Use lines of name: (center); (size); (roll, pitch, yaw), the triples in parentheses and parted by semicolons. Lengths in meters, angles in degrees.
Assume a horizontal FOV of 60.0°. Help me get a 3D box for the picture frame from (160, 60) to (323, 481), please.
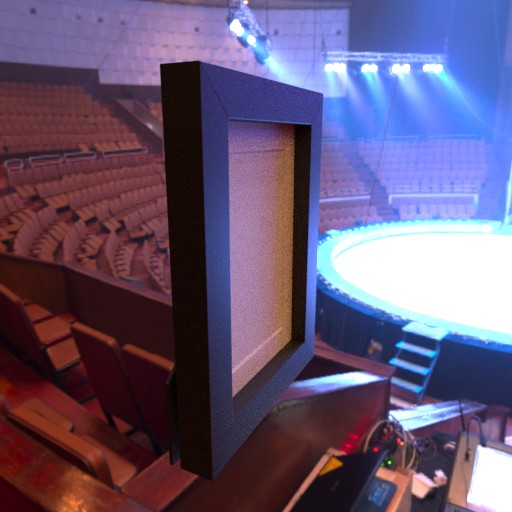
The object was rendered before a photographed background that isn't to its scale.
picture frame: (0.000, 0.000, 0.283); (0.028, 0.208, 0.157); (7, 17, 26)
